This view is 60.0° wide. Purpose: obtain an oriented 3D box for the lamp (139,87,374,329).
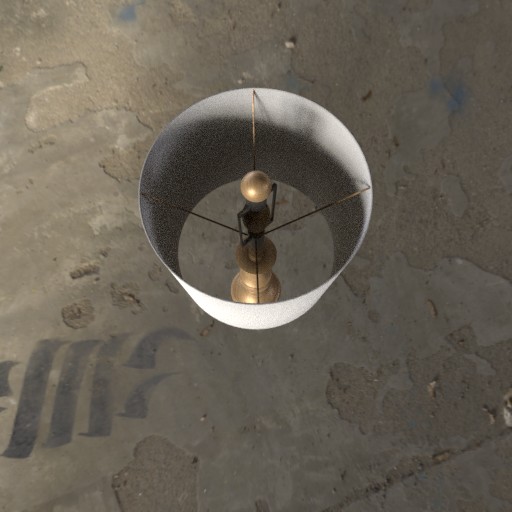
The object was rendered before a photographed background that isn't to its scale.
[{"bbox_3d":[0.000,0.000,0.739,0.250,0.597,0.250,-1,75,0],"label":"lamp"}]
